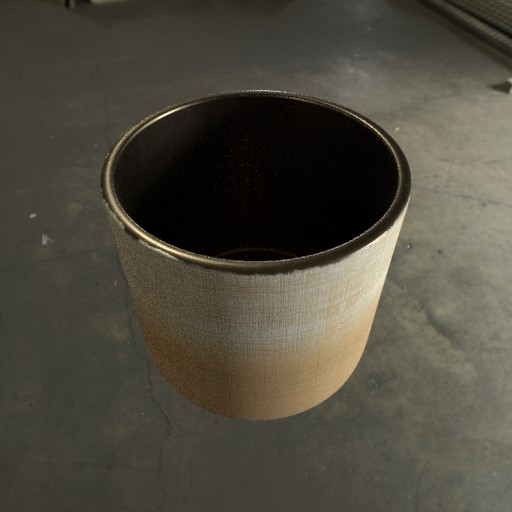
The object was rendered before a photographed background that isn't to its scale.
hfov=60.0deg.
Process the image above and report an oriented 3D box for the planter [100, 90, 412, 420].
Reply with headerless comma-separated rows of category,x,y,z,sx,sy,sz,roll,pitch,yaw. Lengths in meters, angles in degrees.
planter,0.000,0.000,0.387,0.221,0.201,0.221,0,46,0
